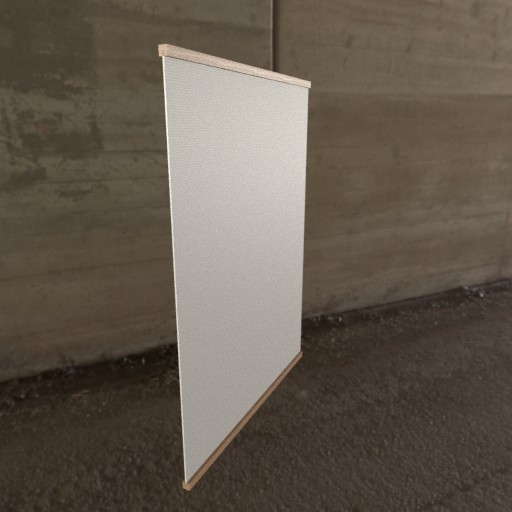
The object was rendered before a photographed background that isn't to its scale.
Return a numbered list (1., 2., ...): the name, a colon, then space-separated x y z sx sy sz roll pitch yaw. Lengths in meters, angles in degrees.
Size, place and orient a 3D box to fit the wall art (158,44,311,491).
1. wall art: 0.000 0.000 0.774 0.012 0.608 0.459 8 18 26
